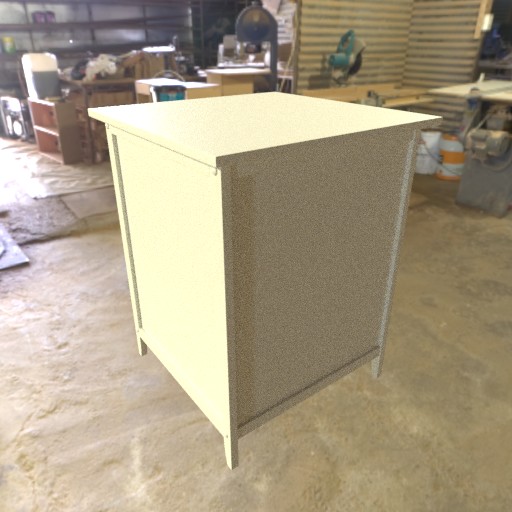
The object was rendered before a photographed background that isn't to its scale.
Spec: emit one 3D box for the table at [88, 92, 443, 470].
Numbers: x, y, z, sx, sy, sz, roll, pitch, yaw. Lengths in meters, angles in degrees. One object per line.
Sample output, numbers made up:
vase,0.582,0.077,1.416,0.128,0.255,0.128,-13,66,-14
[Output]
table,0.000,0.000,0.774,0.381,0.483,0.381,-18,32,-32
